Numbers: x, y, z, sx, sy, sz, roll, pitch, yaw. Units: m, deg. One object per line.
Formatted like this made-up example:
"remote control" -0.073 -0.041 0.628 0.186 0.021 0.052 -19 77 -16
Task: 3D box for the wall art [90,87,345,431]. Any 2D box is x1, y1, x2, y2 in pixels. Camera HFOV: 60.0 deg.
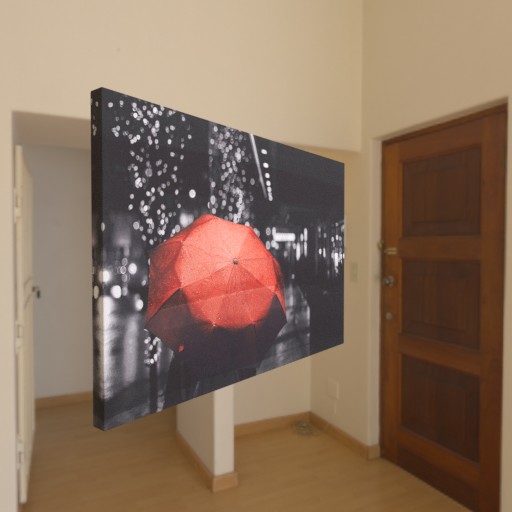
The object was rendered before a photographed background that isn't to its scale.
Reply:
"wall art" 0.000 0.000 1.150 0.038 0.609 0.914 1 2 38
